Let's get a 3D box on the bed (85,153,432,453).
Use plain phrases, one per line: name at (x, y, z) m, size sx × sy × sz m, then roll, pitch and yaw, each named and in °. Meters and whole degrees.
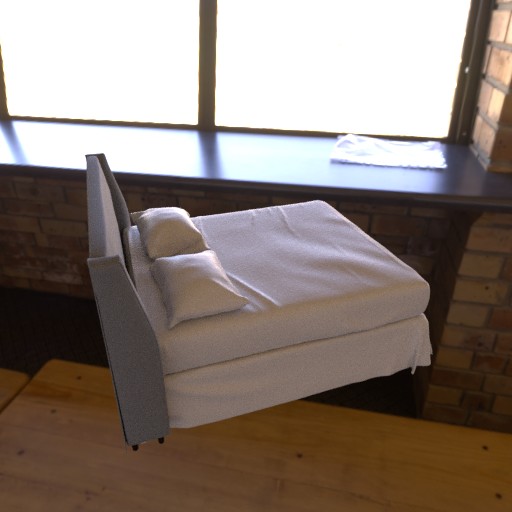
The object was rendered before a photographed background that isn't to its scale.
bed at (0.000, 0.000, 3.404) m, size 2.276 × 1.332 × 1.925 m, roll -9°, pitch 30°, yaw -17°
